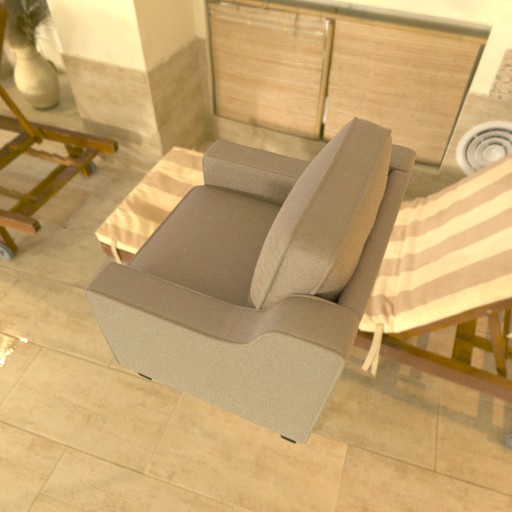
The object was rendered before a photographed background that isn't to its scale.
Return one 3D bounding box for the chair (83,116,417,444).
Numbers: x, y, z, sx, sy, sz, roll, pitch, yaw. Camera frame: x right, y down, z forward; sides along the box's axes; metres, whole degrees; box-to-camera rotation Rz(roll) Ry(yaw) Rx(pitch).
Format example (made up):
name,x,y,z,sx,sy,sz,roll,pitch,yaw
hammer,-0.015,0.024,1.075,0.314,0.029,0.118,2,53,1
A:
name,x,y,z,sx,sy,sz,roll,pitch,yaw
chair,0.000,0.000,1.657,0.882,0.948,0.922,18,50,16
